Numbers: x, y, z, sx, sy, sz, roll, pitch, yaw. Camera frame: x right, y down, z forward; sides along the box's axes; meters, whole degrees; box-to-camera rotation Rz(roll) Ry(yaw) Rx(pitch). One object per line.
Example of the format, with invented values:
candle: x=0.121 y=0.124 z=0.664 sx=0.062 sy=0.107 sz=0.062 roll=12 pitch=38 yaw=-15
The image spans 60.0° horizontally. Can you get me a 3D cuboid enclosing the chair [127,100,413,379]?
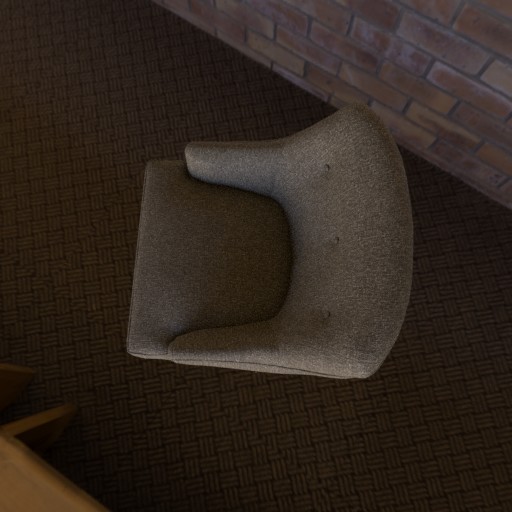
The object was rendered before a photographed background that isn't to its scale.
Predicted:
chair: x=0.000 y=0.000 z=1.672 sx=0.923 sy=0.856 sz=0.864 roll=2 pitch=75 yaw=1
